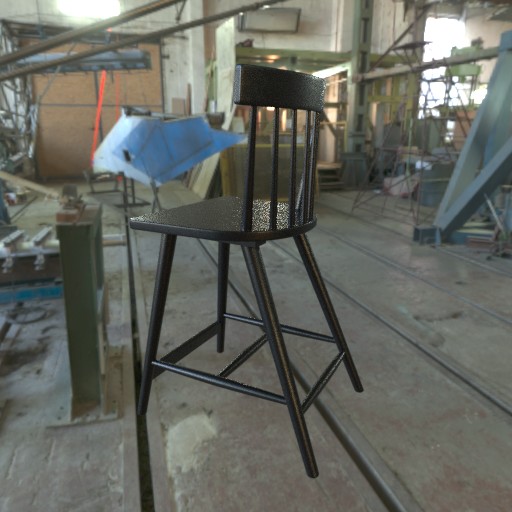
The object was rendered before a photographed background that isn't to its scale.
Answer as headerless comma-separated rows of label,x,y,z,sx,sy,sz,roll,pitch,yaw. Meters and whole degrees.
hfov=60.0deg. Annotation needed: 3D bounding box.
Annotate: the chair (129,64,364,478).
chair,0.000,0.000,1.266,0.572,0.952,0.483,8,18,27
